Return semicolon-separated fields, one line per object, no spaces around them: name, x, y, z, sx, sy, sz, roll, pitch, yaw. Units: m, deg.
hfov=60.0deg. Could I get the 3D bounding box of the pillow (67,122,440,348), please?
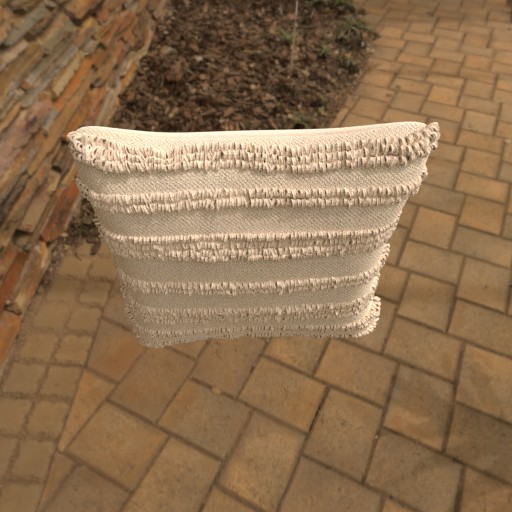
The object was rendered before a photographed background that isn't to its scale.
pillow;0.000;0.000;0.653;0.437;0.427;0.145;-2;47;-2
